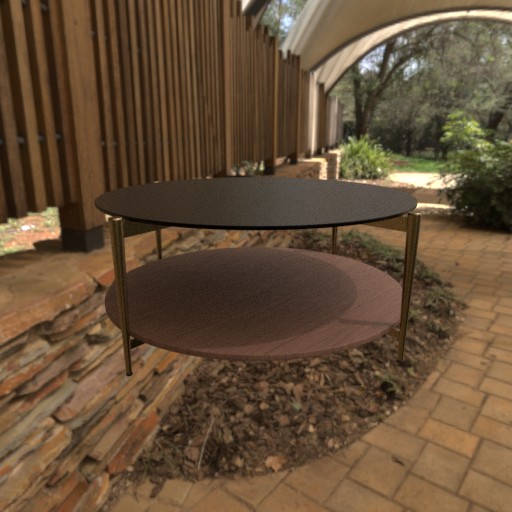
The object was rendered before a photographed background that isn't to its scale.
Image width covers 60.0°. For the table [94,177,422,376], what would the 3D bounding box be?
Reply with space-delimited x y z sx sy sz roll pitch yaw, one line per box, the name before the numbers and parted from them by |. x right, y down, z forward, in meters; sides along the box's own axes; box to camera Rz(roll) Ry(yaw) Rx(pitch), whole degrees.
table | 0.000 0.000 1.418 0.938 0.400 0.938 3 16 9
